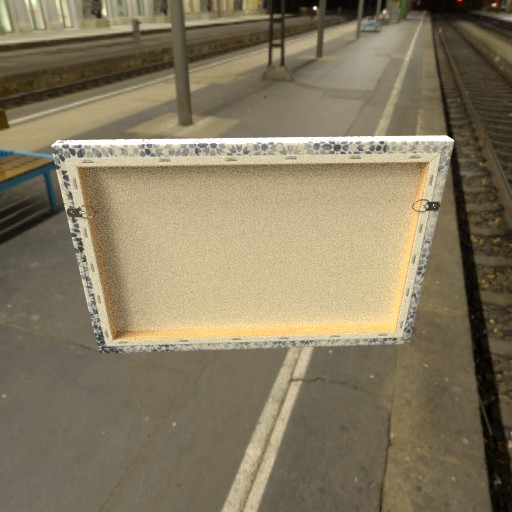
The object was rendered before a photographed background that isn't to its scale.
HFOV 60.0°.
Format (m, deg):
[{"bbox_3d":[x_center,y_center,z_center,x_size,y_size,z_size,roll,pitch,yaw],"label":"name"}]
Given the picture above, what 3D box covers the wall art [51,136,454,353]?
[{"bbox_3d":[0.000,0.000,0.777,0.608,0.406,0.030,-1,30,-2],"label":"wall art"}]
